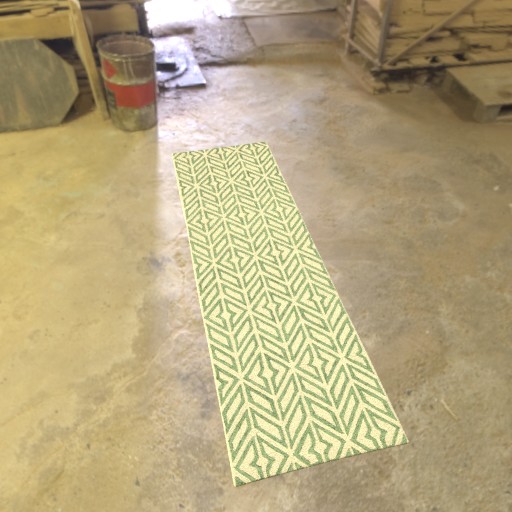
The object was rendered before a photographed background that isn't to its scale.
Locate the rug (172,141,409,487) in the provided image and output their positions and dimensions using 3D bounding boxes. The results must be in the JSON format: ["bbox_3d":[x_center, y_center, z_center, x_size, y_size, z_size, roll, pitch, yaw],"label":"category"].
[{"bbox_3d":[0.000,0.000,2.629,0.750,0.009,2.435,-10,46,-9],"label":"rug"}]
